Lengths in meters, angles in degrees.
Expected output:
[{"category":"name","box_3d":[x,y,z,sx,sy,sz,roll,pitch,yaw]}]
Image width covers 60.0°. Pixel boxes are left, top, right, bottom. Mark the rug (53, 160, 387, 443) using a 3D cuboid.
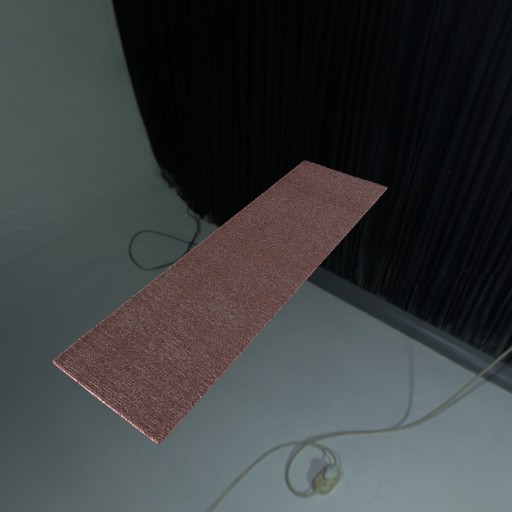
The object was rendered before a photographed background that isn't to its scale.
[{"category":"rug","box_3d":[0.000,0.000,2.610,0.687,0.012,2.307,25,47,26]}]
